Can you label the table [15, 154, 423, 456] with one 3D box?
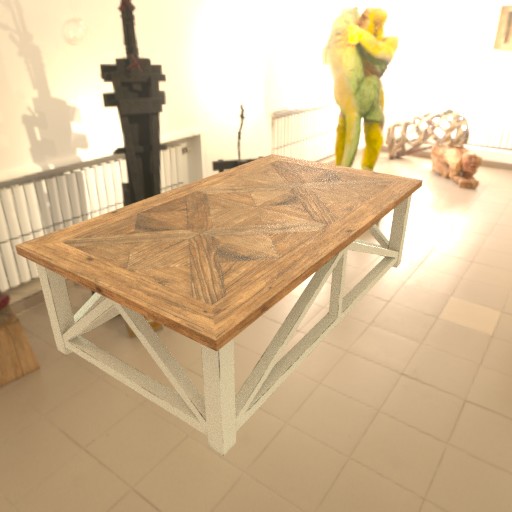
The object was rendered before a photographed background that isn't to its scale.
[{"bbox_3d":[0.000,0.000,1.739,0.800,0.410,1.400,18,32,31],"label":"table"}]
